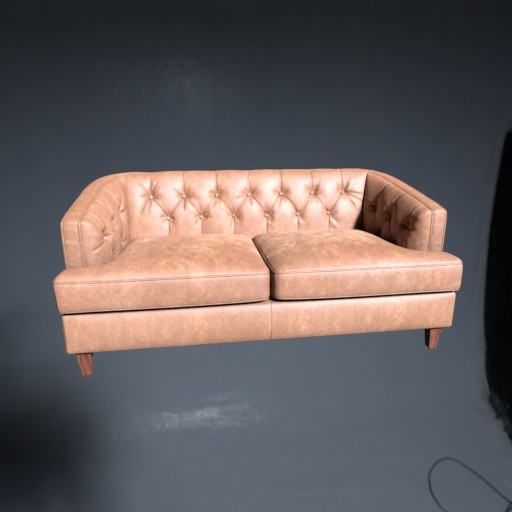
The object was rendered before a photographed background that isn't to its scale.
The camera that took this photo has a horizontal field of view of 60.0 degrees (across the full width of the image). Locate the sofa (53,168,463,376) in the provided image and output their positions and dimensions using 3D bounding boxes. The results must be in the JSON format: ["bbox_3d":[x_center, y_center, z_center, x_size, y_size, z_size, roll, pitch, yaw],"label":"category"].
[{"bbox_3d":[0.000,0.000,2.289,1.755,0.786,0.914,-3,18,-8],"label":"sofa"}]
